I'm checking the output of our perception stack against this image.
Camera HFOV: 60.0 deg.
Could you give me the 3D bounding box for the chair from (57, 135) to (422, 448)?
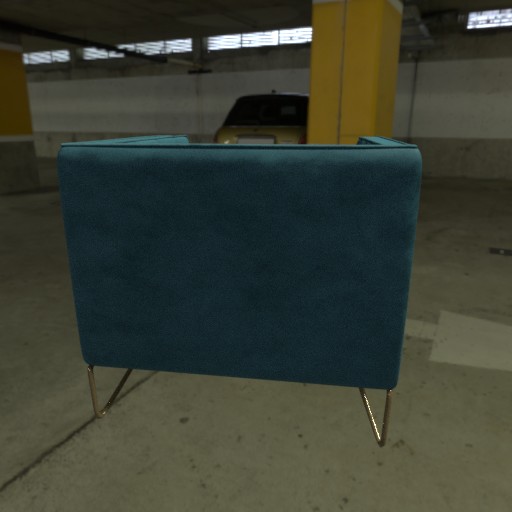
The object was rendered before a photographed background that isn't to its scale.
[{"bbox_3d":[0.000,0.000,1.526,0.880,0.790,0.894,2,17,8],"label":"chair"}]
